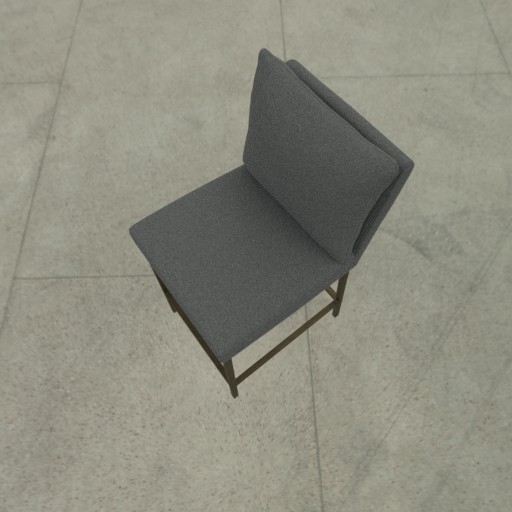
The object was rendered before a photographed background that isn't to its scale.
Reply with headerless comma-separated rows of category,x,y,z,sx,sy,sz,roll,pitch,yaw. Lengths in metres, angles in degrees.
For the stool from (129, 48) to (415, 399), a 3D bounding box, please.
stool,0.000,0.000,1.361,0.569,1.030,0.463,-34,68,-16
